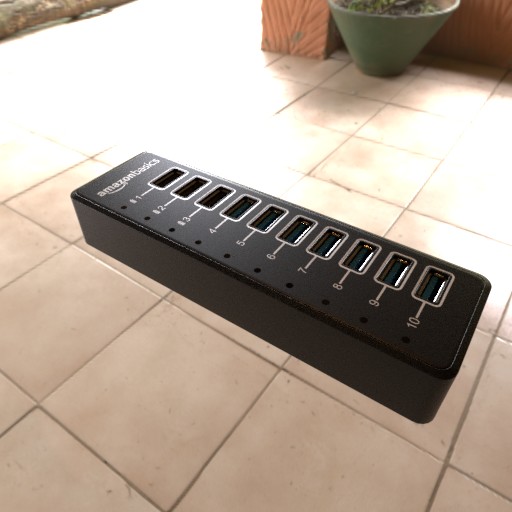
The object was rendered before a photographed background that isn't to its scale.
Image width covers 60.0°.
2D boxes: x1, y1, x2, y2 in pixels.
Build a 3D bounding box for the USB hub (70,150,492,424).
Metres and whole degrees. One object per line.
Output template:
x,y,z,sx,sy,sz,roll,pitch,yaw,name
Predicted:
0.000,0.000,0.158,0.145,0.023,0.044,24,47,25,USB hub
